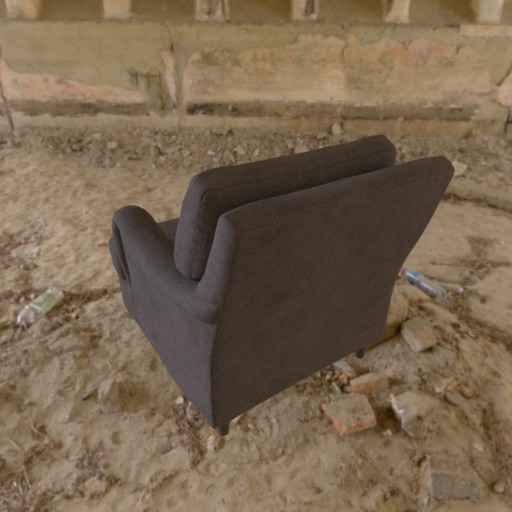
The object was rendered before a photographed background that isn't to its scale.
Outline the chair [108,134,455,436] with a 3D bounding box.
[{"bbox_3d":[0.000,0.000,1.820,0.955,0.997,1.070,-19,34,-30],"label":"chair"}]
